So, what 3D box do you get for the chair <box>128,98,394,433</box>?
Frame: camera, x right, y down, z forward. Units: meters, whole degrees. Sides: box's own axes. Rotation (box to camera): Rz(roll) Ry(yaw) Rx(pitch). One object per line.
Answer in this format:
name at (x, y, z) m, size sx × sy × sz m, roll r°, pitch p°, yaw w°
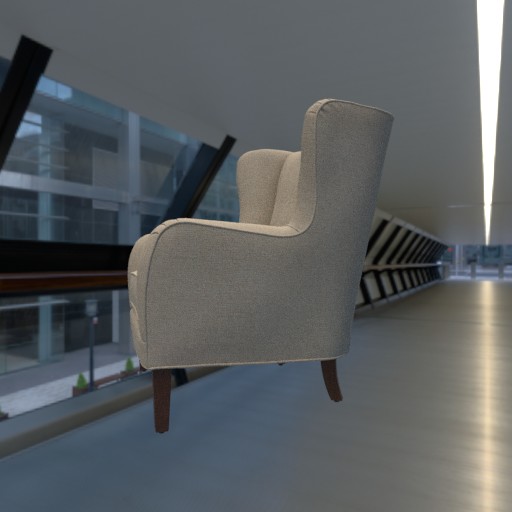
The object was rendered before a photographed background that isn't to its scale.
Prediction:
chair at (0.000, 0.000, 1.781) m, size 0.966 × 1.040 × 0.838 m, roll 0°, pitch 0°, yaw -18°
